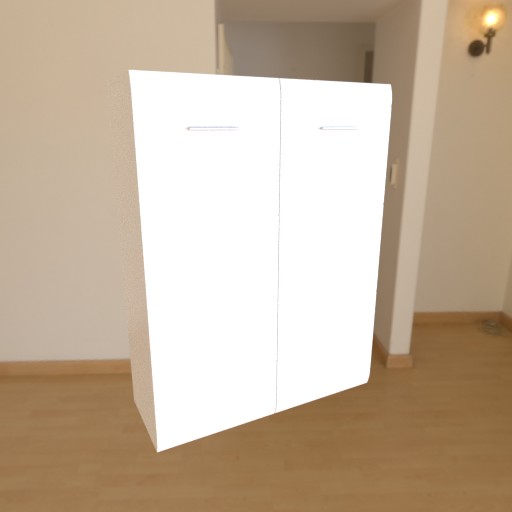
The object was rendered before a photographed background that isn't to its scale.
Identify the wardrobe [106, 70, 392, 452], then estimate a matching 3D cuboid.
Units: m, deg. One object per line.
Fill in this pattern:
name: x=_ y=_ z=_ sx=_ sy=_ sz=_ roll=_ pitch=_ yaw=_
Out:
wardrobe: x=0.000 y=0.000 z=1.637 sx=0.900 sy=1.200 sz=0.360 roll=-8 pitch=18 yaw=-26
